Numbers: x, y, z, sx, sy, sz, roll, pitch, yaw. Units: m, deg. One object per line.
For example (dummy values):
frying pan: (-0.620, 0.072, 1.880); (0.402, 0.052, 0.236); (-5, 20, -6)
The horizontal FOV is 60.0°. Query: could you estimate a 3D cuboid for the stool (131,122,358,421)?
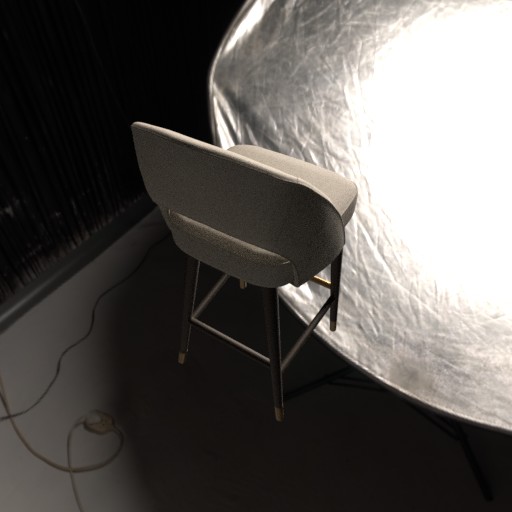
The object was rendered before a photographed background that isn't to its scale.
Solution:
stool: (0.000, 0.000, 1.344); (0.494, 1.037, 0.509); (24, 50, 21)
